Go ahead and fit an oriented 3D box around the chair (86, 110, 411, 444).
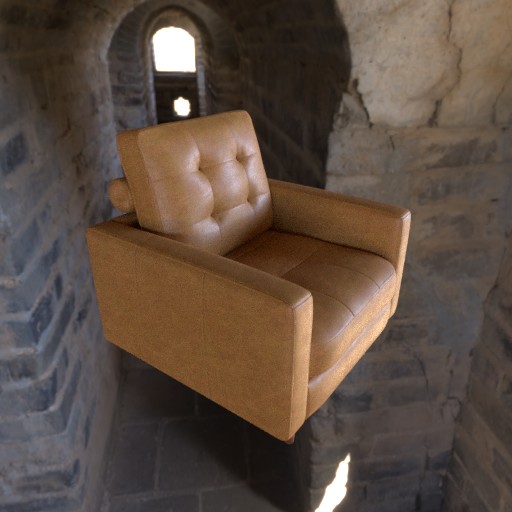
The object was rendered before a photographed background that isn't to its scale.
[{"bbox_3d":[0.000,0.000,1.562,0.868,0.896,0.831,18,31,32],"label":"chair"}]
